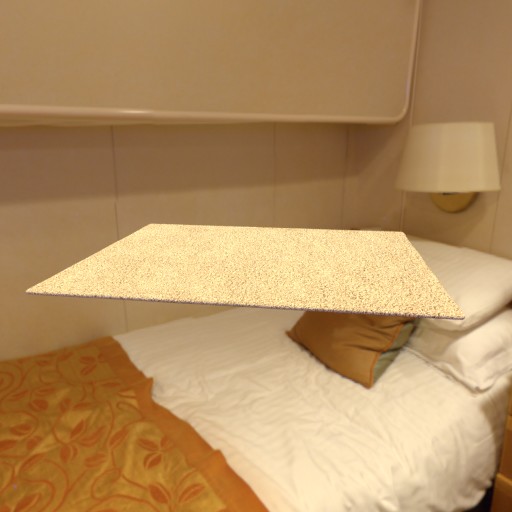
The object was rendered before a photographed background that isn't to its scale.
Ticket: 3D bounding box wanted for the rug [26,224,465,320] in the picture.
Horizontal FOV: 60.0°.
[{"bbox_3d":[0.000,0.000,4.158,3.047,0.029,2.438,2,16,8],"label":"rug"}]
